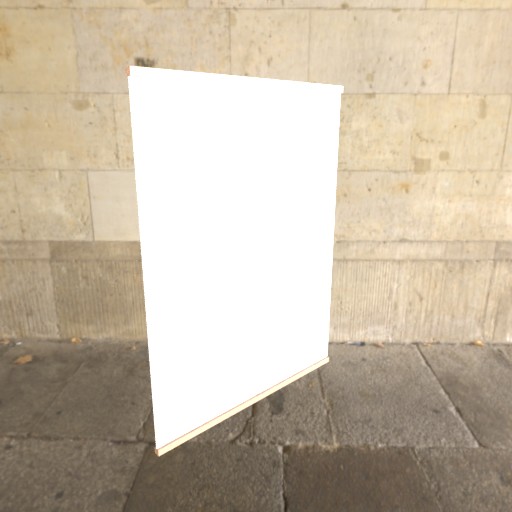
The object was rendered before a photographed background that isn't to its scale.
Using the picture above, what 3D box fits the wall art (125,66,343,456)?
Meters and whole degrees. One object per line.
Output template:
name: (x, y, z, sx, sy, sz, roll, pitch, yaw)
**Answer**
wall art: (0.000, 0.000, 0.814, 0.459, 0.608, 0.012, -15, 22, -41)
